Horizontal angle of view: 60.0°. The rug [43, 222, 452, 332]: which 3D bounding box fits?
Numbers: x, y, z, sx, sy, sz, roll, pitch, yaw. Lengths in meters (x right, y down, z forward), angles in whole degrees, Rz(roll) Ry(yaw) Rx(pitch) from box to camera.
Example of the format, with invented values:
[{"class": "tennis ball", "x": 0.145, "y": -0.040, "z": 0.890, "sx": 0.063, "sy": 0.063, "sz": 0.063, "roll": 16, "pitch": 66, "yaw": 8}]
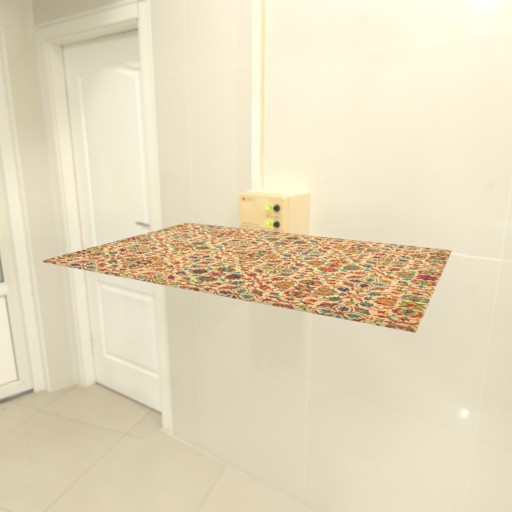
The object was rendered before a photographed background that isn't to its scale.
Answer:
[{"class": "rug", "x": 0.000, "y": 0.000, "z": 2.381, "sx": 1.838, "sy": 0.013, "sz": 1.226, "roll": 8, "pitch": 17, "yaw": 27}]
